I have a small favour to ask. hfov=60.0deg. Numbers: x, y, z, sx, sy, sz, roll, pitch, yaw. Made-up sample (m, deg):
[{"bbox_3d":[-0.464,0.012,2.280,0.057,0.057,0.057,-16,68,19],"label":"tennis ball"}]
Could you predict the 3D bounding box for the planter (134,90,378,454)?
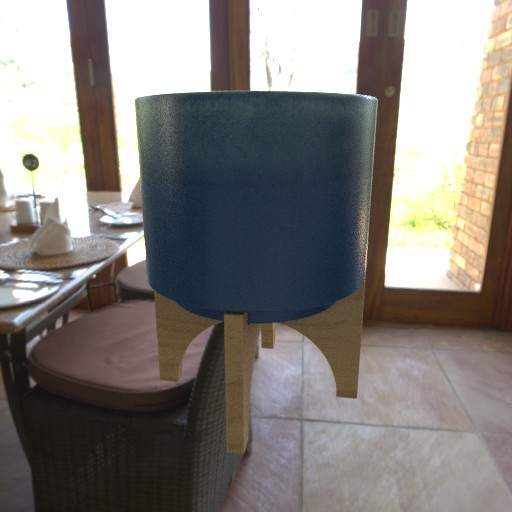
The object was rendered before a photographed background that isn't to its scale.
[{"bbox_3d":[0.000,0.000,0.397,0.192,0.263,0.192,0,16,0],"label":"planter"}]
